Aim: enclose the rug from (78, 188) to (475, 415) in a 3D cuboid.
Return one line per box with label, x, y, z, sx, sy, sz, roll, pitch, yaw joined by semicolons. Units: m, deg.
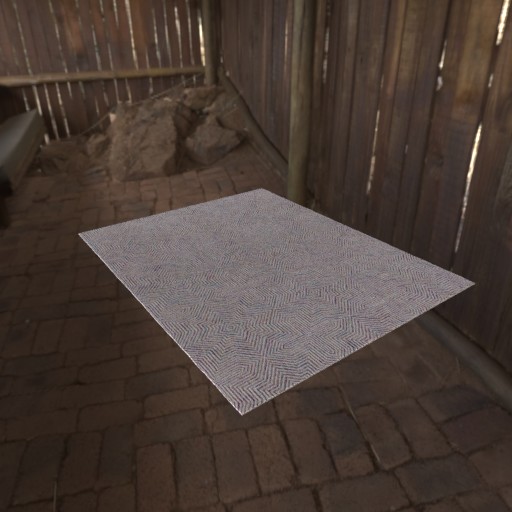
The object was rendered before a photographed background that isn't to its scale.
rug;0.000;0.000;4.258;2.442;0.008;3.046;-19;33;-32
